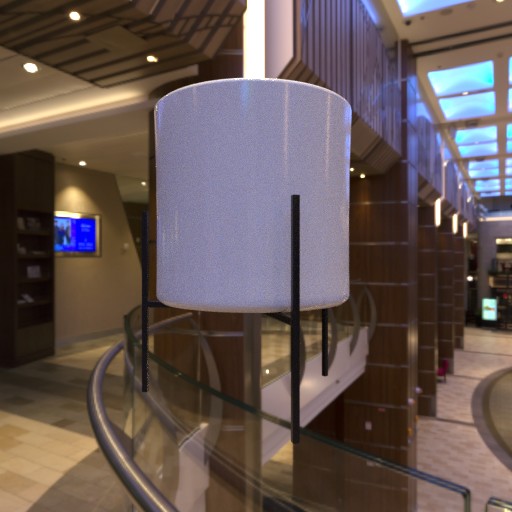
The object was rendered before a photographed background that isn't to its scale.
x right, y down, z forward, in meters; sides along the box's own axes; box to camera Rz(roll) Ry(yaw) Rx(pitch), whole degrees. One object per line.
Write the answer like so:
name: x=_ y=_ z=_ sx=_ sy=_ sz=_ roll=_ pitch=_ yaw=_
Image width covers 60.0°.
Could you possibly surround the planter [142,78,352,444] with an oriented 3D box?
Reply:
planter: x=0.000 y=0.000 z=0.738 sx=0.360 sy=0.480 sz=0.361 roll=0 pitch=0 yaw=-17
